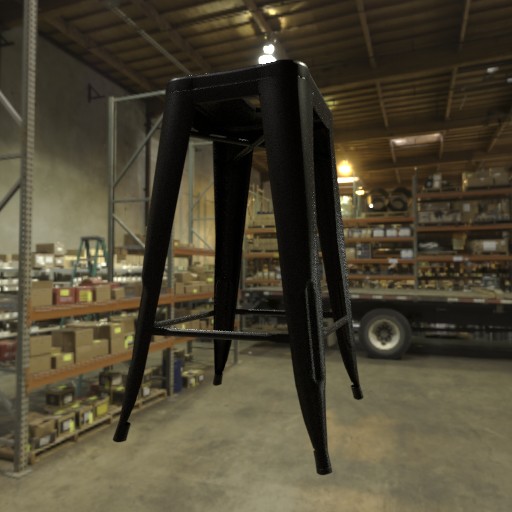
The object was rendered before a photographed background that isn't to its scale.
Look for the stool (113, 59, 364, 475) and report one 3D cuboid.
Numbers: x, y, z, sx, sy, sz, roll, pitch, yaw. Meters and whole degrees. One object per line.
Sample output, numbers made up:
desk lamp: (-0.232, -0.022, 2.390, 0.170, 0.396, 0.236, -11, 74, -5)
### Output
stool: (0.000, 0.000, 0.848, 0.359, 0.609, 0.399, -1, -2, 20)
